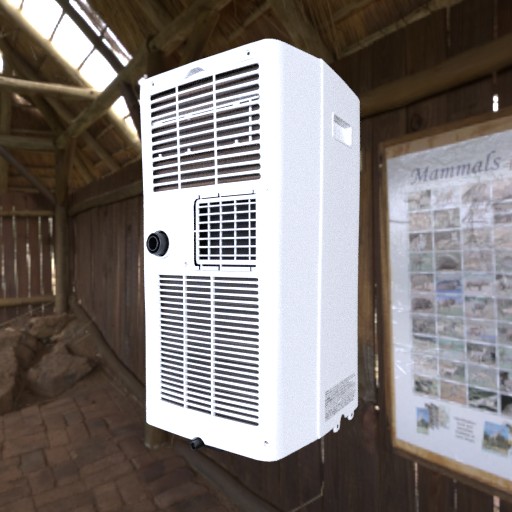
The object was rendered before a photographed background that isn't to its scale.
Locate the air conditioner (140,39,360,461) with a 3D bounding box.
[{"bbox_3d":[0.000,0.000,0.796,0.304,0.606,0.349,0,0,35],"label":"air conditioner"}]
